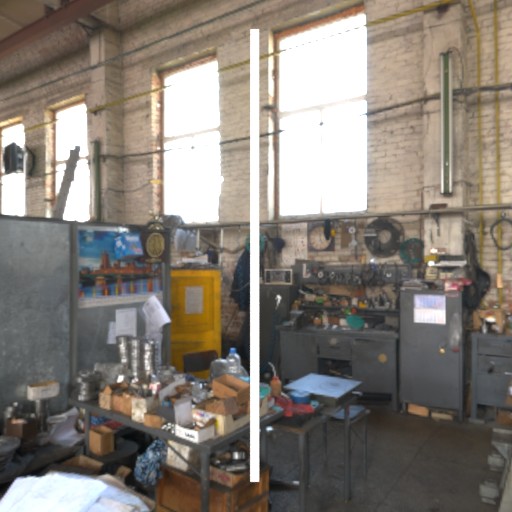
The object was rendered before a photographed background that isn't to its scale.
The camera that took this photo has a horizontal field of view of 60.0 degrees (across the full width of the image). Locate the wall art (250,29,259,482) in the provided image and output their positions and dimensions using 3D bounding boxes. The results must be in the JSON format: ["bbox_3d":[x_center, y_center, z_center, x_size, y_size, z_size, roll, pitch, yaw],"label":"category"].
[{"bbox_3d":[0.000,0.000,0.870,0.013,0.656,0.456,0,-1,0],"label":"wall art"}]
